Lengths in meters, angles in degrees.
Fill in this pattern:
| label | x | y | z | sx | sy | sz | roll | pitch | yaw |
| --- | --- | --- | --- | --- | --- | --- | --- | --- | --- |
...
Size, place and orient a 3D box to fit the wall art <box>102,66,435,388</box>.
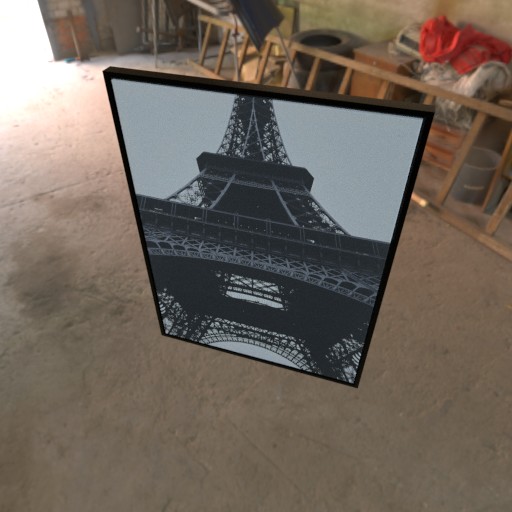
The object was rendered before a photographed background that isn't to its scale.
| label | x | y | z | sx | sy | sz | roll | pitch | yaw |
| --- | --- | --- | --- | --- | --- | --- | --- | --- | --- |
| wall art | 0.000 | 0.000 | 1.393 | 0.805 | 1.062 | 0.040 | 12 | 43 | 13 |
